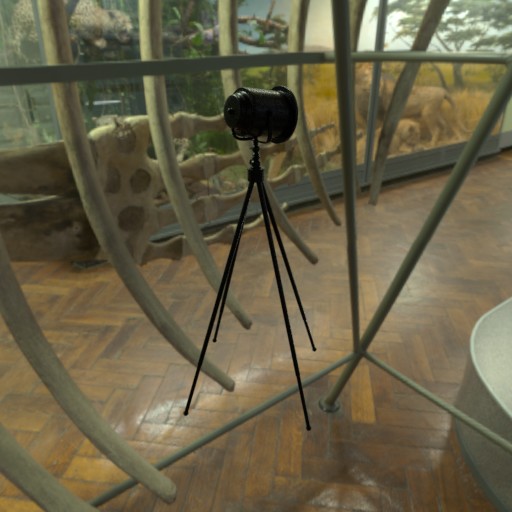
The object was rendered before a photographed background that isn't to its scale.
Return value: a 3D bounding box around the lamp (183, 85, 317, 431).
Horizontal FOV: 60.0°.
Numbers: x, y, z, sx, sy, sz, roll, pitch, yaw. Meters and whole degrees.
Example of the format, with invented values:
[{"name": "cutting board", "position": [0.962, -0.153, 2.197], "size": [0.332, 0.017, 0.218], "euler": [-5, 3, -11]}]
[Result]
[{"name": "lamp", "position": [0.000, 0.000, 2.098], "size": [0.884, 1.504, 0.879], "euler": [-17, 31, -32]}]
